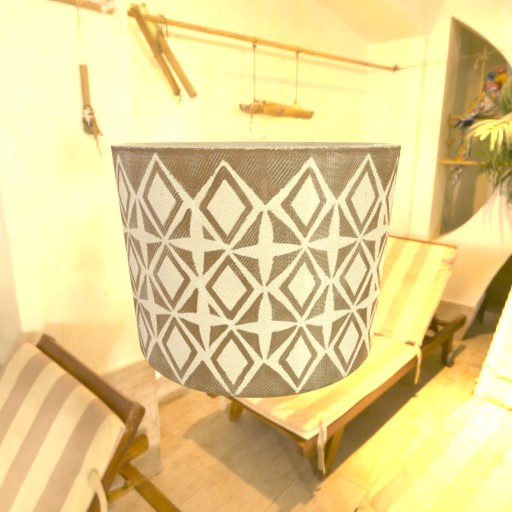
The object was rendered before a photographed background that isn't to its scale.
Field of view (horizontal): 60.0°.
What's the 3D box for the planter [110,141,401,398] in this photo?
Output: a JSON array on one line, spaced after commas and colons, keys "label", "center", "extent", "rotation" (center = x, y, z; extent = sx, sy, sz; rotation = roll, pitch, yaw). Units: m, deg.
[{"label": "planter", "center": [0.000, 0.000, 0.444], "extent": [0.260, 0.220, 0.260], "rotation": [0, 15, 0]}]
